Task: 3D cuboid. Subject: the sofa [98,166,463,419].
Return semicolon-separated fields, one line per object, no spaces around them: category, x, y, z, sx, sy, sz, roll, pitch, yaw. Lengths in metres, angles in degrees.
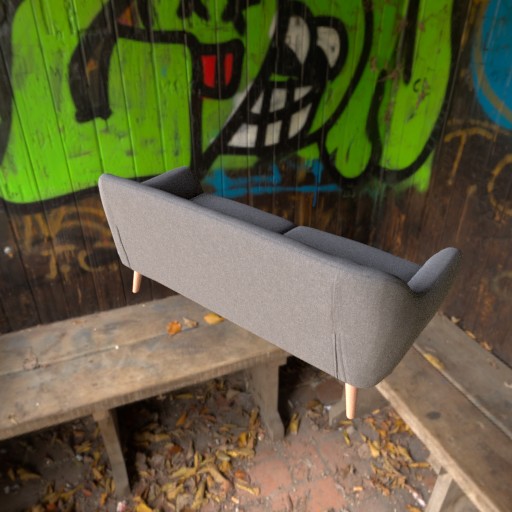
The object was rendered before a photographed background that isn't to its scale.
sofa;0.000;0.000;2.316;1.840;0.820;0.820;23;37;33
